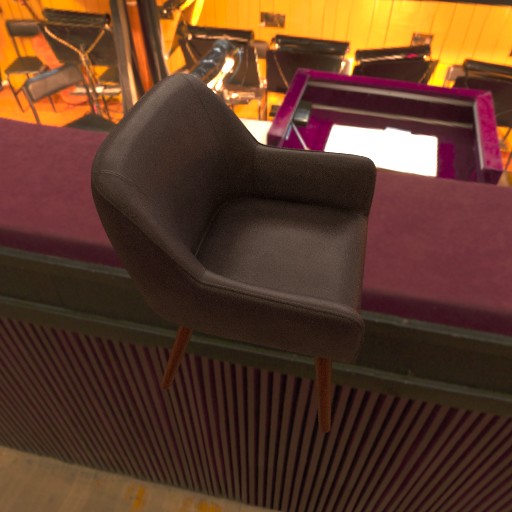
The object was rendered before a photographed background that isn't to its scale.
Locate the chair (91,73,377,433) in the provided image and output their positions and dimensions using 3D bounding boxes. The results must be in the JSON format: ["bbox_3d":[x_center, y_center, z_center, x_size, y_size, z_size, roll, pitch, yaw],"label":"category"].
[{"bbox_3d":[0.000,0.000,1.255,0.610,0.828,0.610,10,47,9],"label":"chair"}]
